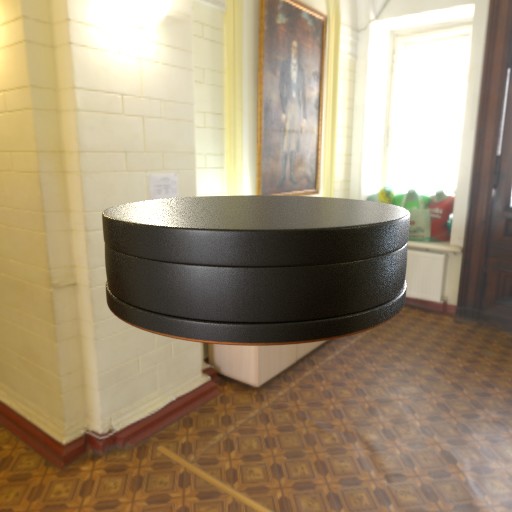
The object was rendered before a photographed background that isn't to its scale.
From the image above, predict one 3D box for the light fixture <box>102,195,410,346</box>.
[{"bbox_3d":[0.000,0.000,0.436,0.283,0.097,0.283,0,12,0],"label":"light fixture"}]
